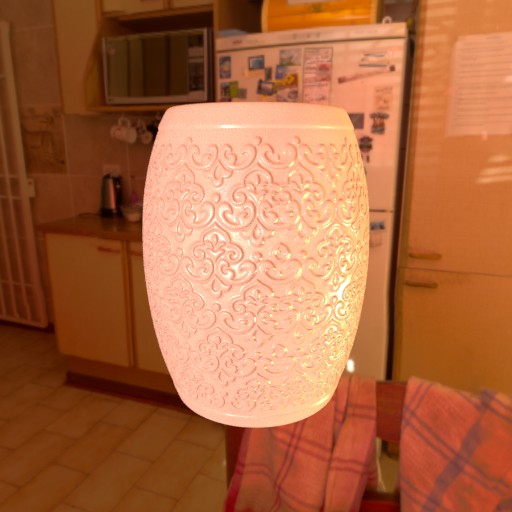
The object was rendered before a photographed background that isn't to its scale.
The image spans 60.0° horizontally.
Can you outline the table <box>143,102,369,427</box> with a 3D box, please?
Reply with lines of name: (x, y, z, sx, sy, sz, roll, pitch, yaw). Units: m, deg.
table: (0.000, 0.000, 0.628, 0.309, 0.397, 0.309, 0, 14, 0)
